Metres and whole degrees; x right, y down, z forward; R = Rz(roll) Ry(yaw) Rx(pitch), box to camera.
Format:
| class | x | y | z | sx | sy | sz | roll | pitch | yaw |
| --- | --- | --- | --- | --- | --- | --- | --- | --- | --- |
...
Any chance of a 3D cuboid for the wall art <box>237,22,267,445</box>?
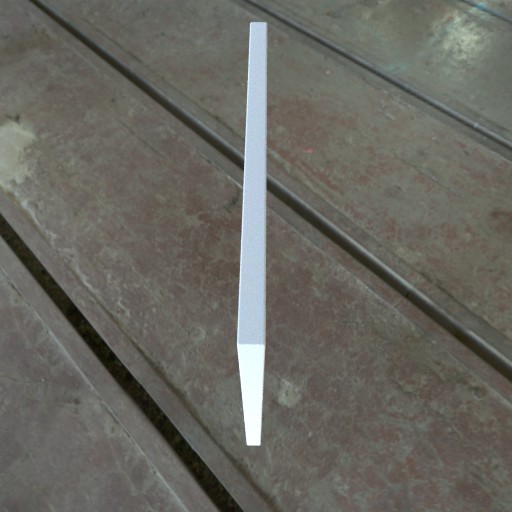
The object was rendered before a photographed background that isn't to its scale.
| class | x | y | z | sx | sy | sz | roll | pitch | yaw |
| --- | --- | --- | --- | --- | --- | --- | --- | --- | --- |
| wall art | 0.000 | 0.000 | 1.105 | 0.037 | 0.757 | 0.757 | 1 | 58 | 1 |
